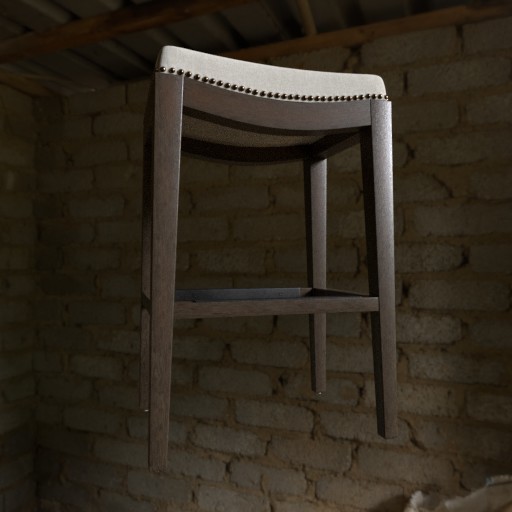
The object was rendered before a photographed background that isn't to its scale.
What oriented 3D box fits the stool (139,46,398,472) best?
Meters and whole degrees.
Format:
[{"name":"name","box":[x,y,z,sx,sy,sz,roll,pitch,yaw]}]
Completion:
[{"name":"stool","box":[0.000,0.000,1.008,0.498,0.759,0.358,0,0,-17]}]
